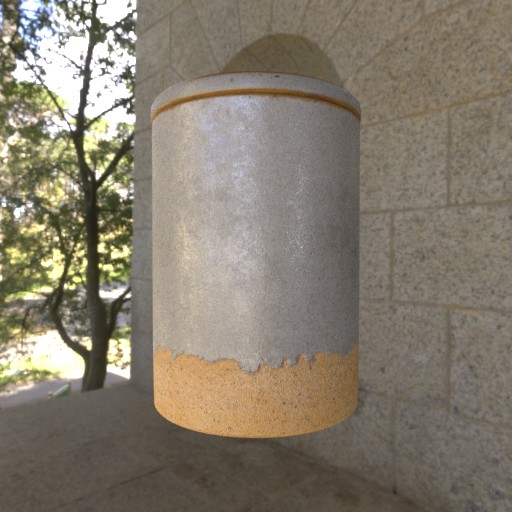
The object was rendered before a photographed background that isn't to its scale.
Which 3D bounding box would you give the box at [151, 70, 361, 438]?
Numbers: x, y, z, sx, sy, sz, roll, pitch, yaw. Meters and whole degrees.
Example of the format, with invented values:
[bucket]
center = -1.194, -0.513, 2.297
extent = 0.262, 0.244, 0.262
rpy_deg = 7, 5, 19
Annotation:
[box]
center = 0.000, 0.000, 0.255
extent = 0.118, 0.168, 0.118
rpy_deg = 0, 0, 0
